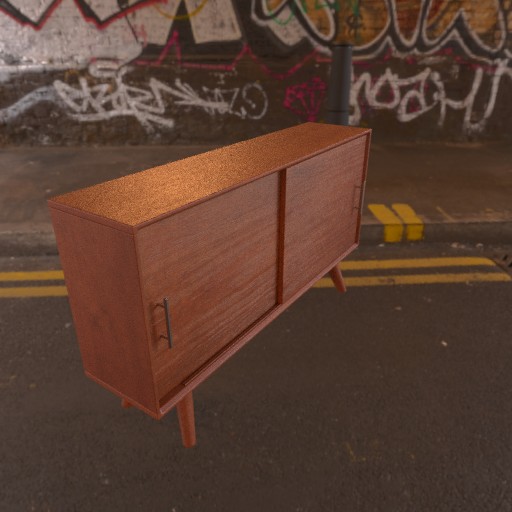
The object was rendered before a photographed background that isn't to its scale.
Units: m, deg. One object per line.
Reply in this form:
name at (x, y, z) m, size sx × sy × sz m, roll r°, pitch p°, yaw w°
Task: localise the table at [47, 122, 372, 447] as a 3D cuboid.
table at (0.000, 0.000, 1.521) m, size 0.308 × 0.698 × 1.220 m, roll 17°, pitch 31°, yaw 31°
